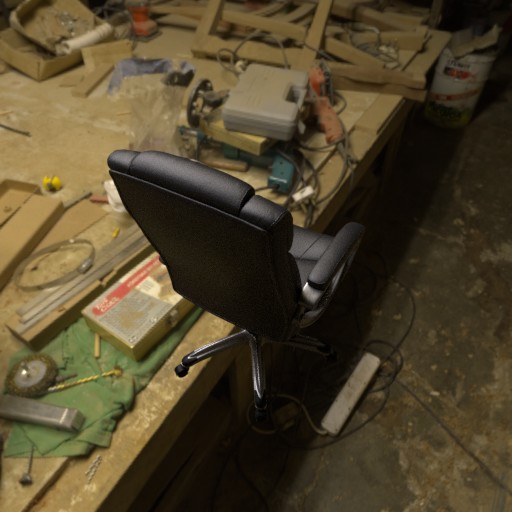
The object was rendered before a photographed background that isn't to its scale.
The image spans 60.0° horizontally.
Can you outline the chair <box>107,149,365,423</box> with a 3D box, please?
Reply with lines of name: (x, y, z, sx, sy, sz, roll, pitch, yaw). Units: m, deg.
chair: (0.000, 0.000, 1.618, 0.721, 1.130, 0.719, 24, 50, 21)
